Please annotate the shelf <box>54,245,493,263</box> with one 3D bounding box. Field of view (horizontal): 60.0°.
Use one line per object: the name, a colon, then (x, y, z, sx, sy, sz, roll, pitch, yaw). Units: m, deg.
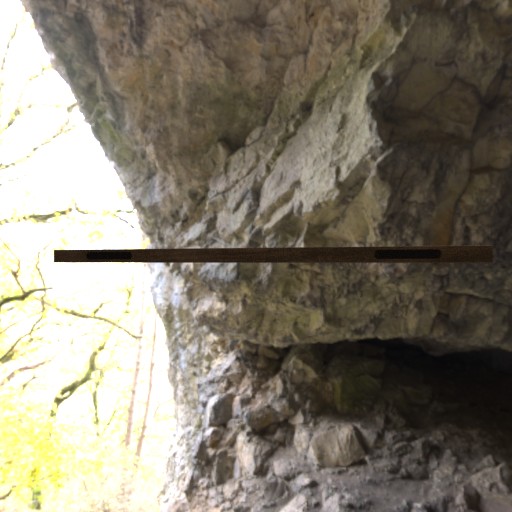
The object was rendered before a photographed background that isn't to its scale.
shelf: (0.000, 0.000, 0.663, 0.610, 0.020, 0.140, 0, -1, 17)
